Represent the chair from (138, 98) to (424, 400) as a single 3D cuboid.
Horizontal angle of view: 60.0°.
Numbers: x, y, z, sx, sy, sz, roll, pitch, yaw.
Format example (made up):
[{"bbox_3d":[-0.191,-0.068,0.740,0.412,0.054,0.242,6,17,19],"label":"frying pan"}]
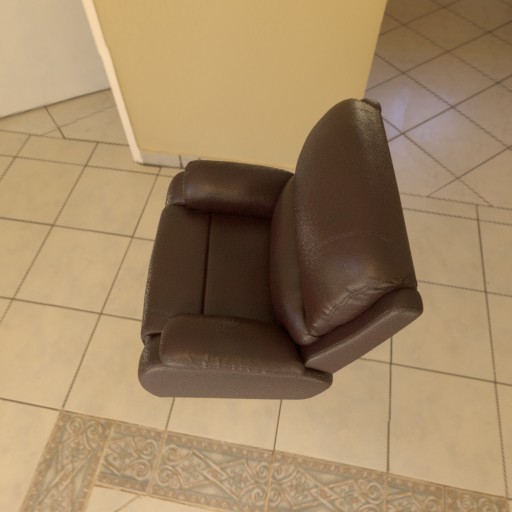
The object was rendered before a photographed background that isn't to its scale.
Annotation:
[{"bbox_3d":[0.000,0.000,1.725,0.899,1.011,0.930,1,57,0],"label":"chair"}]
